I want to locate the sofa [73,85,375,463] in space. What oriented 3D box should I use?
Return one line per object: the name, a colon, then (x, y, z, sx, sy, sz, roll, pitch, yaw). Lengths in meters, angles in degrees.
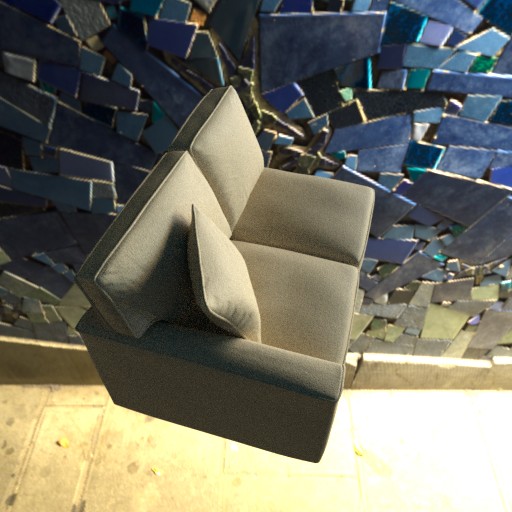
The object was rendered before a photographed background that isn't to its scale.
sofa: (0.000, 0.000, 2.073, 0.991, 0.989, 1.388, 12, 47, 11)
